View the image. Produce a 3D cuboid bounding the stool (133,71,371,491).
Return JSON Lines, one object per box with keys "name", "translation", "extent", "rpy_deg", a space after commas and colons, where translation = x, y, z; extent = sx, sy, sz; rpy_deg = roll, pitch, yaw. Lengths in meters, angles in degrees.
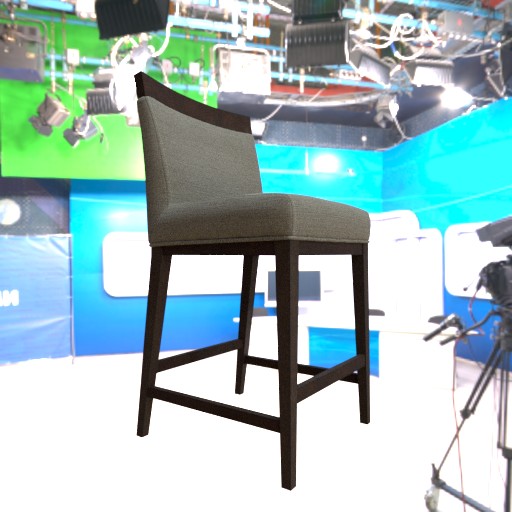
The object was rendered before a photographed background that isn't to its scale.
{"name": "stool", "translation": [0.000, 0.000, 1.296], "extent": [0.531, 1.009, 0.512], "rpy_deg": [0, 1, 35]}
